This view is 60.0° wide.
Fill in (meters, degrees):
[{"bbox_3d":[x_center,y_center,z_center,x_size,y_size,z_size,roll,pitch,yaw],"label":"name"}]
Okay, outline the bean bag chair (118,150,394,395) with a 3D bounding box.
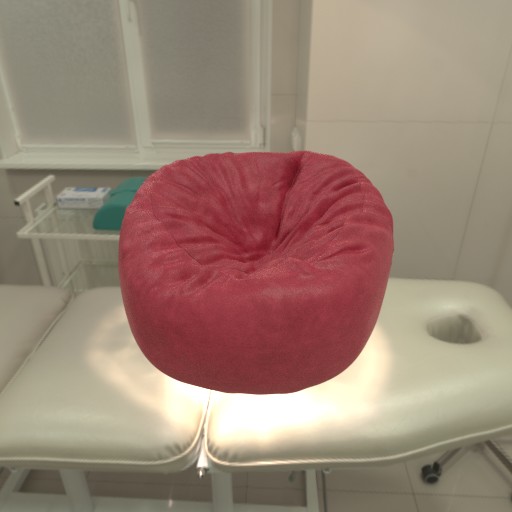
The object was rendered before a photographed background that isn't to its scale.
[{"bbox_3d":[0.000,0.000,2.457,1.524,0.878,1.524,1,29,2],"label":"bean bag chair"}]
